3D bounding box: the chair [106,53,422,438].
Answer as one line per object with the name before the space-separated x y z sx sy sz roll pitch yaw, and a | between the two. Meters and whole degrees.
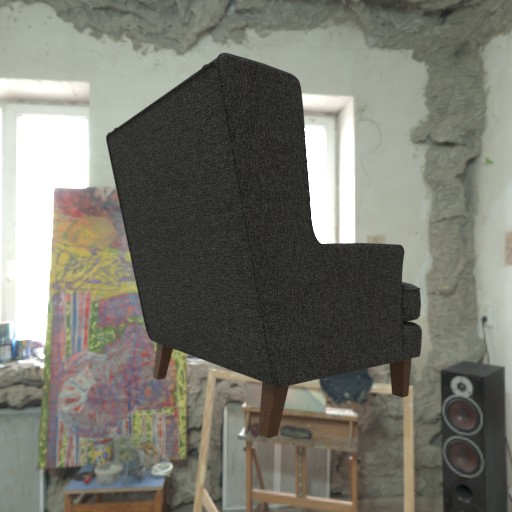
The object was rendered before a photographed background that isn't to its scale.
chair | 0.000 0.000 1.799 0.927 1.082 0.942 0 0 -36
